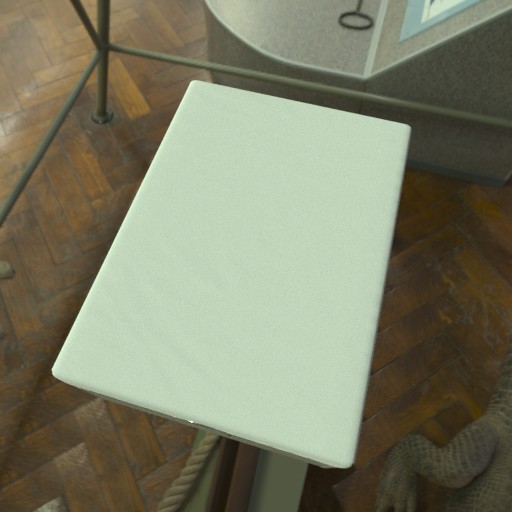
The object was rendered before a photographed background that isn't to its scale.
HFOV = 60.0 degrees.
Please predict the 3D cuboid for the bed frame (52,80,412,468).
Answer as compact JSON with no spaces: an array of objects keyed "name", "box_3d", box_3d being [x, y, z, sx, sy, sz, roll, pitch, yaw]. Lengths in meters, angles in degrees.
[{"name":"bed frame","box_3d":[0.000,0.000,2.512,1.400,0.561,1.900,14,65,7]}]
